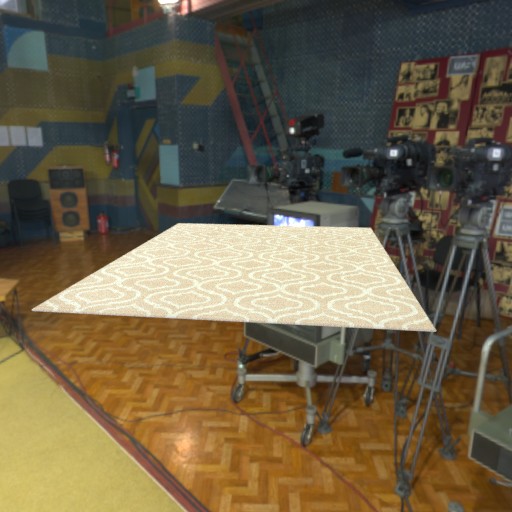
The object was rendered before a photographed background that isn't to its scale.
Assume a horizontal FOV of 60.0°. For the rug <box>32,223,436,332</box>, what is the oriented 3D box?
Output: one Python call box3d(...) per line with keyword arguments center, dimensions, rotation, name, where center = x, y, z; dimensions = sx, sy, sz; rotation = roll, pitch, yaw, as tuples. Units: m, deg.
box3d(center=(0.000, 0.000, 3.853), dimensions=(2.286, 0.013, 2.894), rotation=(2, 14, 7), name="rug")
